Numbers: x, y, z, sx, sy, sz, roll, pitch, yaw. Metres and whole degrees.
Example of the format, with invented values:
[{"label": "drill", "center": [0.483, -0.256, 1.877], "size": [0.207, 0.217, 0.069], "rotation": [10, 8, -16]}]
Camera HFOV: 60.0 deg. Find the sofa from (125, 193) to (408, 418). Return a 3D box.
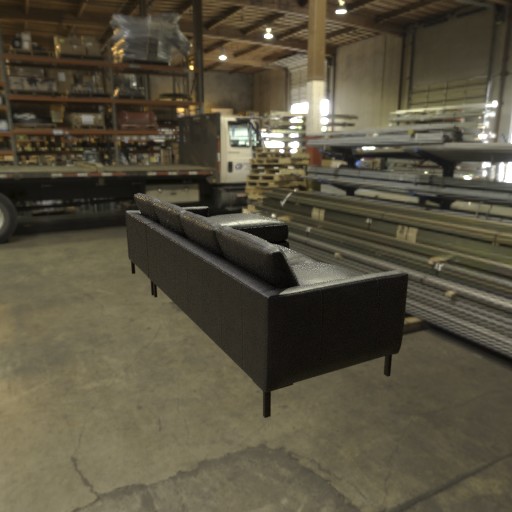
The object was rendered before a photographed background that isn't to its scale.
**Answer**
[{"label": "sofa", "center": [0.000, 0.000, 3.655], "size": [1.471, 0.859, 2.993], "rotation": [-8, 16, -27]}]
